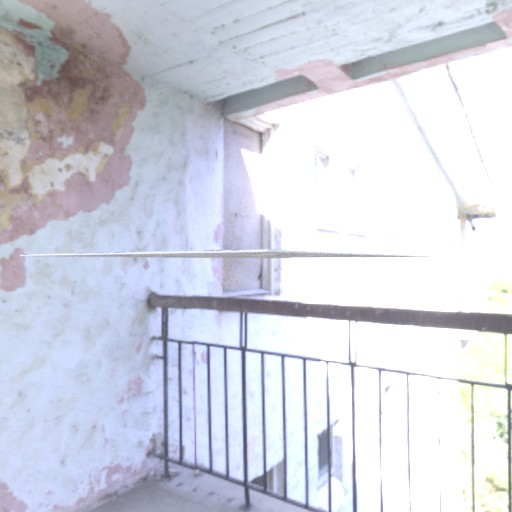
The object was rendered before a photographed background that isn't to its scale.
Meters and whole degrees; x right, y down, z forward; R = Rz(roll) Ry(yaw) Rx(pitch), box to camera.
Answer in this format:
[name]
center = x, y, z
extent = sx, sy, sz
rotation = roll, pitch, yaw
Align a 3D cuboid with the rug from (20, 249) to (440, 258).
[rug]
center = 0.000, 0.000, 4.010
extent = 2.423, 0.014, 3.040
rotation = -1, -1, 37
